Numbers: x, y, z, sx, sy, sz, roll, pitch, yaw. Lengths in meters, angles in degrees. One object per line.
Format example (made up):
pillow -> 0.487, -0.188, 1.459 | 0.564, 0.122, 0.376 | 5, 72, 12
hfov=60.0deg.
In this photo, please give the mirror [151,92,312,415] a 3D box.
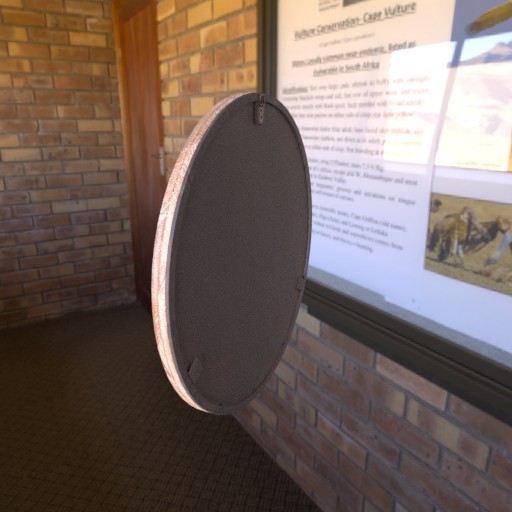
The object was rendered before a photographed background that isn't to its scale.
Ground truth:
mirror -> 0.000, 0.000, 1.028 | 0.038, 0.710, 0.710 | 8, 18, 25
